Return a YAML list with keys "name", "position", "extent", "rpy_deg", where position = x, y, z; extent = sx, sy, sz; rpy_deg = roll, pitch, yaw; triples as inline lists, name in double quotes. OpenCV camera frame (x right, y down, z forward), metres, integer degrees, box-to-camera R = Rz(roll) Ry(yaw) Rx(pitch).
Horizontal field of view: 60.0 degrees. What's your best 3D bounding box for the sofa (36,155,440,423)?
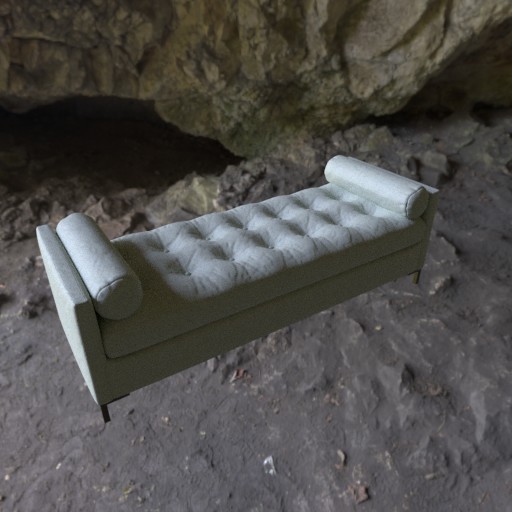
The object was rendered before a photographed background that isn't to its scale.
- name: "sofa"
  position: [0.000, 0.000, 2.519]
  extent: [2.102, 0.705, 0.796]
  rpy_deg: [-18, 35, -28]
